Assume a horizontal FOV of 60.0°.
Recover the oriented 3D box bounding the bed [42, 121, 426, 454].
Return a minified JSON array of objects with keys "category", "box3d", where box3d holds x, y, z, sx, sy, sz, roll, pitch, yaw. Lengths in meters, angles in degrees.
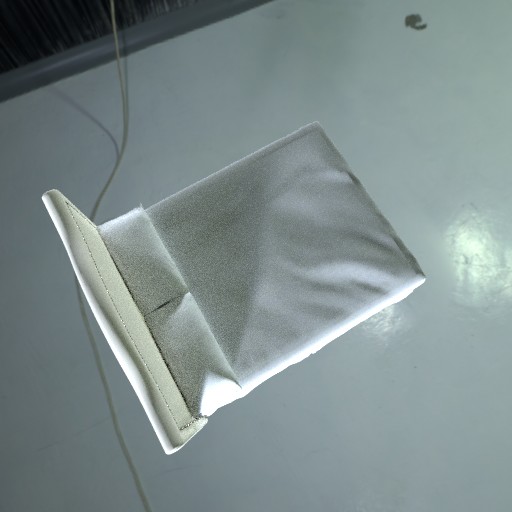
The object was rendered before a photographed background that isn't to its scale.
[{"category":"bed","box3d":[0.000,0.000,3.325,2.143,1.460,1.753,-29,77,-8]}]
